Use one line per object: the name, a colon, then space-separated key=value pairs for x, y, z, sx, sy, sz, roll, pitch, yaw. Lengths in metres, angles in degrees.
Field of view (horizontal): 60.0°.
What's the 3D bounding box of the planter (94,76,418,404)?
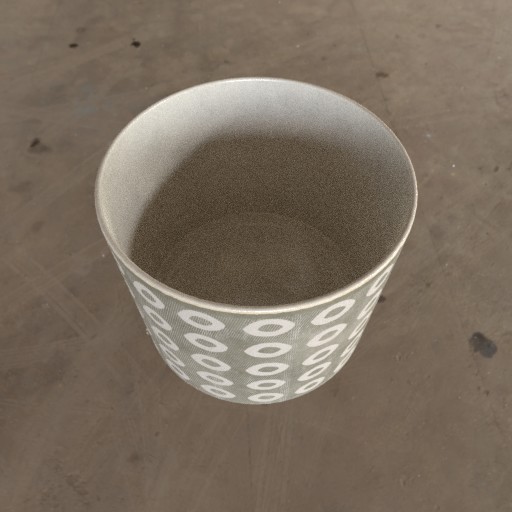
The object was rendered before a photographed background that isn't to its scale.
planter: x=0.000 y=0.000 z=0.447 sx=0.250 sy=0.239 sz=0.250 roll=0 pitch=55 yaw=0
